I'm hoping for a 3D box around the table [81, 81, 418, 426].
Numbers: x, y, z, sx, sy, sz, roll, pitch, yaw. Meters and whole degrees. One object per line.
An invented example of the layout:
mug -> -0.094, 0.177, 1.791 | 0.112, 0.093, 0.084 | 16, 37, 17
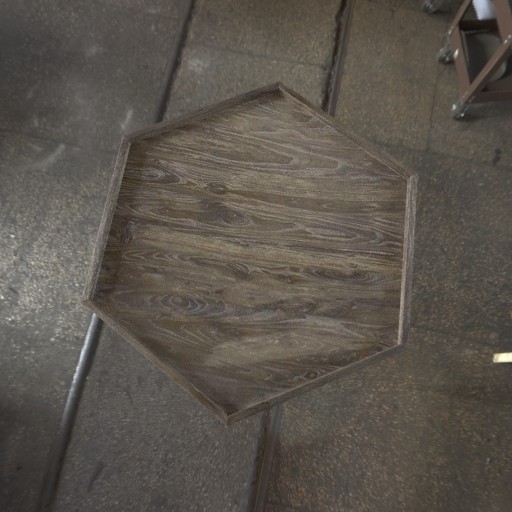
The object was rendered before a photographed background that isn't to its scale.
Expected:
table -> 0.000, 0.000, 1.600 | 1.115, 0.488, 0.966 | -21, 76, -6
